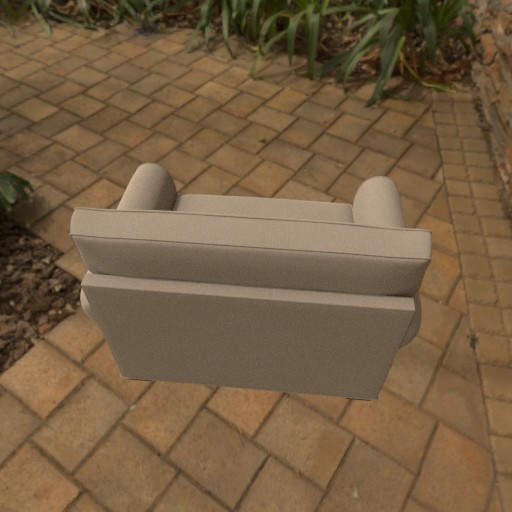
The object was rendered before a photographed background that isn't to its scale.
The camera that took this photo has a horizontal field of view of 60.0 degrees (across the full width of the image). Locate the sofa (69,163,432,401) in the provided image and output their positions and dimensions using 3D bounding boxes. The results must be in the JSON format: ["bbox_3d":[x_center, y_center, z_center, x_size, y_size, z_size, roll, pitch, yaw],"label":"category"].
[{"bbox_3d":[0.000,0.000,2.127,1.405,1.006,0.937,4,47,4],"label":"sofa"}]
